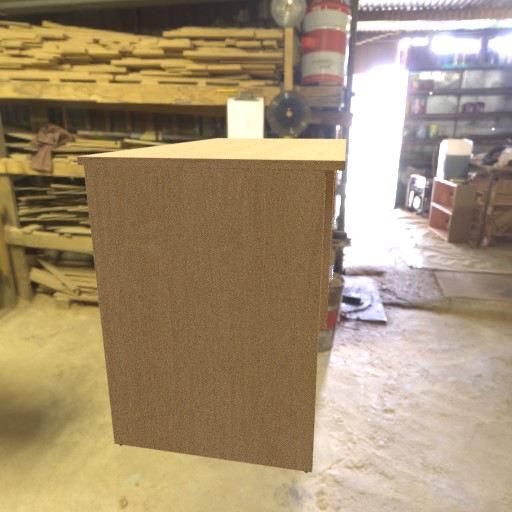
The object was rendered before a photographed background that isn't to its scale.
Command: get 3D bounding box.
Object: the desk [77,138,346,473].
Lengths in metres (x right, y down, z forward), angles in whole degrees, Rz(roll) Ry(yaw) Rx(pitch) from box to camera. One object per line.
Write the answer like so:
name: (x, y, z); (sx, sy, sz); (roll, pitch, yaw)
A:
desk: (0.000, 0.000, 1.510); (0.560, 0.735, 1.097); (3, 17, 11)
